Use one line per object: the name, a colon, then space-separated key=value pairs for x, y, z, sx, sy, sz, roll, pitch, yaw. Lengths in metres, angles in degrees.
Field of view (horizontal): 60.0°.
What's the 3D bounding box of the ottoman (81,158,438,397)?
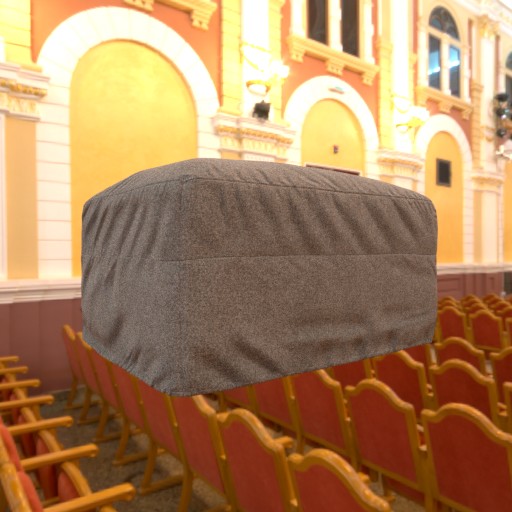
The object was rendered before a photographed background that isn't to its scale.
ottoman: x=0.000 y=0.000 z=1.256 sx=0.837 sy=0.481 sz=0.683 roll=-1 pitch=1 yaw=-36
